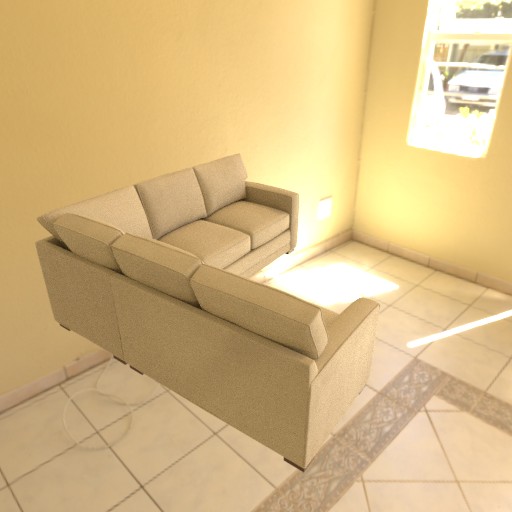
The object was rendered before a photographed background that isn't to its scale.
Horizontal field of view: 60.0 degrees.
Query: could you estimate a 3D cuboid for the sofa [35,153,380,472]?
[{"bbox_3d":[0.000,0.000,3.368,2.182,0.939,2.189,18,32,32],"label":"sofa"}]
